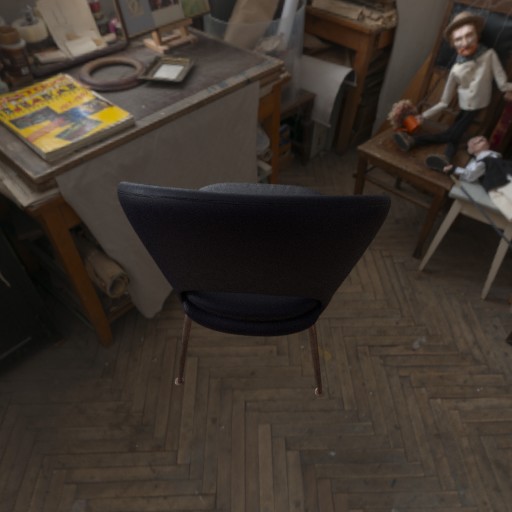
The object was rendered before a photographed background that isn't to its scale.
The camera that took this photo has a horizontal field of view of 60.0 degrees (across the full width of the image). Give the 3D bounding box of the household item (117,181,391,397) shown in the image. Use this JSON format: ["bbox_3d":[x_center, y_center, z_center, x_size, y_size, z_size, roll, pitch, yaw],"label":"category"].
[{"bbox_3d":[0.000,0.000,1.223,0.623,0.852,0.573,3,47,3],"label":"household item"}]
